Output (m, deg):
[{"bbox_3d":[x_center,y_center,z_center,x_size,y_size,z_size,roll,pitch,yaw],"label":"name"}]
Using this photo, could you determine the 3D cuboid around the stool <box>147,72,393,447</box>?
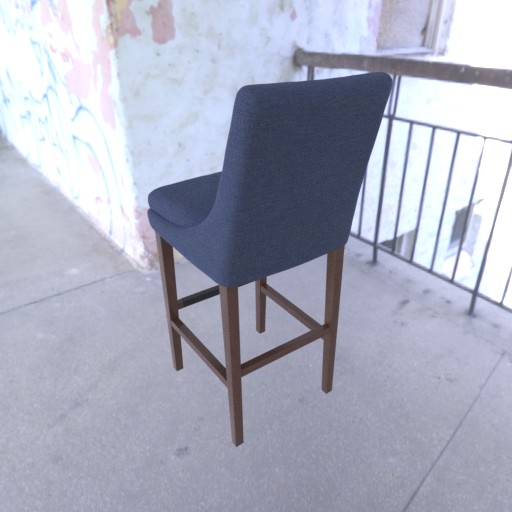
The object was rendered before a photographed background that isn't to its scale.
[{"bbox_3d":[0.000,0.000,1.369,0.470,1.078,0.577,-19,34,-30],"label":"stool"}]
